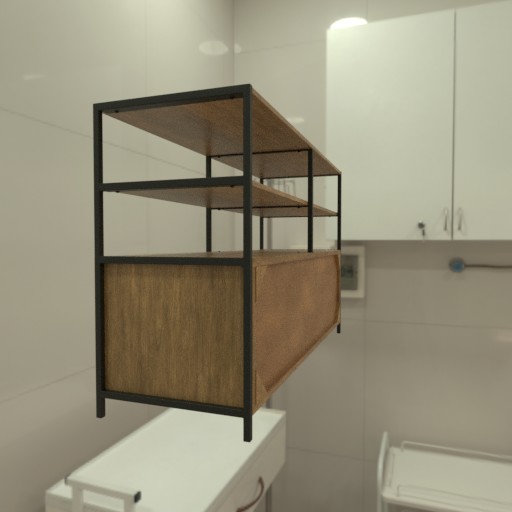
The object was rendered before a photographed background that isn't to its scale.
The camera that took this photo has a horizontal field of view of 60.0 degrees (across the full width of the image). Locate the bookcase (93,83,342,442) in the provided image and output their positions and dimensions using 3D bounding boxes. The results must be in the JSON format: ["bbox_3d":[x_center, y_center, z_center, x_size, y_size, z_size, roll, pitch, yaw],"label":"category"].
[{"bbox_3d":[0.000,0.000,1.482,0.391,0.712,1.149,1,2,20],"label":"bookcase"}]
